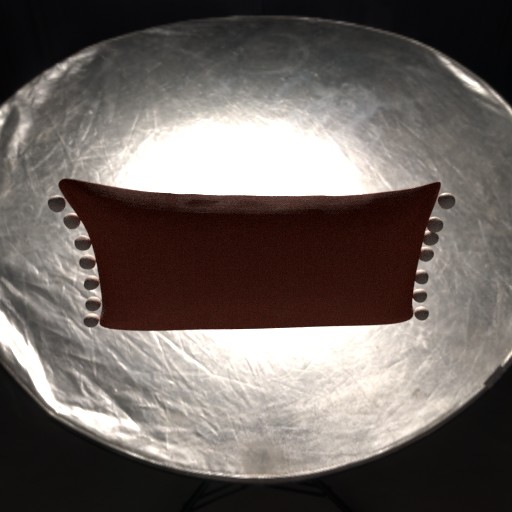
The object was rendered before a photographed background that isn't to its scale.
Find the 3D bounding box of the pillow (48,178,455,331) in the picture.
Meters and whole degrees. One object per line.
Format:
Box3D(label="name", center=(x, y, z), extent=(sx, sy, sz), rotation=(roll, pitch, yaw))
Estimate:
Box3D(label="pillow", center=(0.000, 0.000, 0.840), extent=(0.709, 0.322, 0.201), rotation=(-1, 31, -2))
